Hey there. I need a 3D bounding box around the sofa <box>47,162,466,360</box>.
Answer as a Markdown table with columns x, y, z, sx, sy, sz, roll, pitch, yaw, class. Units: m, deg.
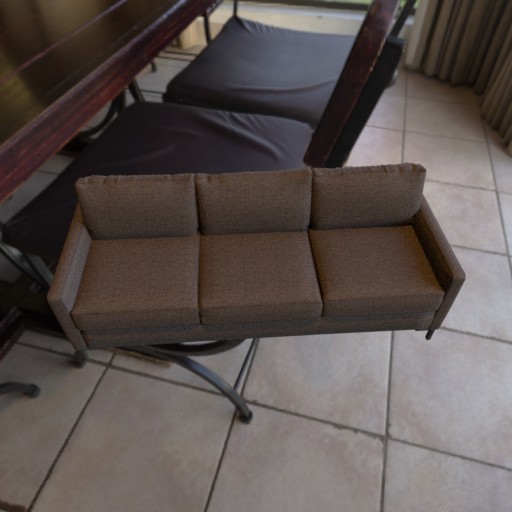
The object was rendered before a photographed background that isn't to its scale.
| x | y | z | sx | sy | sz | roll | pitch | yaw | class |
| --- | --- | --- | --- | --- | --- | --- | --- | --- | --- |
| 0.000 | 0.000 | 2.738 | 2.253 | 0.882 | 0.876 | -3 | 46 | -3 | sofa |
